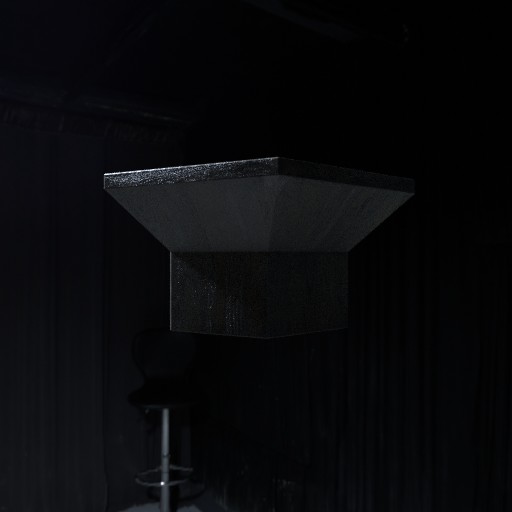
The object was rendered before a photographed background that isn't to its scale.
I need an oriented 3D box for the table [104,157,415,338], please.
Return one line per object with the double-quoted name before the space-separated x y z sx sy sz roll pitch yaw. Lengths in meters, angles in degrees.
"table" 0.000 0.000 1.647 1.115 0.488 0.966 0 0 -36
